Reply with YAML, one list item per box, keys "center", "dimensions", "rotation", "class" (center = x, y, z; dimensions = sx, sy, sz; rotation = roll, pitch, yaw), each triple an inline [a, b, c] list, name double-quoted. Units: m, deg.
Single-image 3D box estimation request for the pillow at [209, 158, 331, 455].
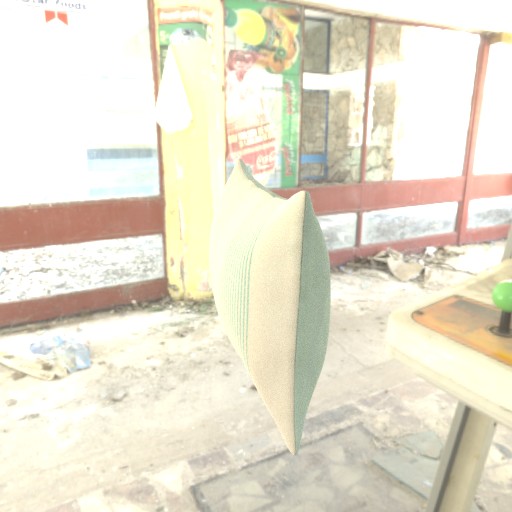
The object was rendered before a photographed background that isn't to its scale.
- center: [0.000, 0.000, 0.724]
  dimensions: [0.151, 0.287, 0.610]
  rotation: [-2, 15, -8]
  class: "pillow"
